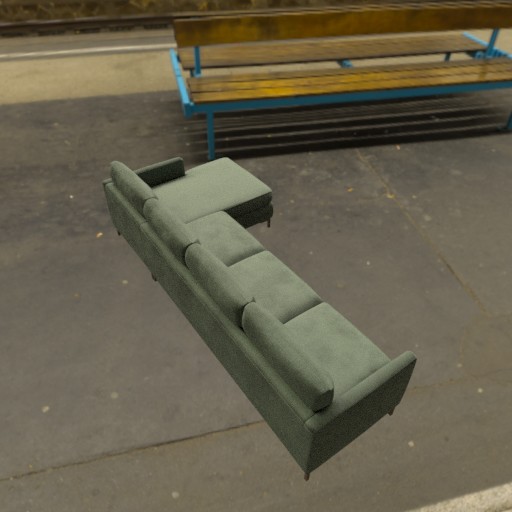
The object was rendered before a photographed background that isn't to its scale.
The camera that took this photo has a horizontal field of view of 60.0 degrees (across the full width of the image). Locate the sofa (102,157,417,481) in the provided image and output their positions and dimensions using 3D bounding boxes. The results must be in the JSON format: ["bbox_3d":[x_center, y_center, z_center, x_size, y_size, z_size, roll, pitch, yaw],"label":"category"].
[{"bbox_3d":[0.000,0.000,3.234,1.255,0.756,2.725,-25,47,-26],"label":"sofa"}]
